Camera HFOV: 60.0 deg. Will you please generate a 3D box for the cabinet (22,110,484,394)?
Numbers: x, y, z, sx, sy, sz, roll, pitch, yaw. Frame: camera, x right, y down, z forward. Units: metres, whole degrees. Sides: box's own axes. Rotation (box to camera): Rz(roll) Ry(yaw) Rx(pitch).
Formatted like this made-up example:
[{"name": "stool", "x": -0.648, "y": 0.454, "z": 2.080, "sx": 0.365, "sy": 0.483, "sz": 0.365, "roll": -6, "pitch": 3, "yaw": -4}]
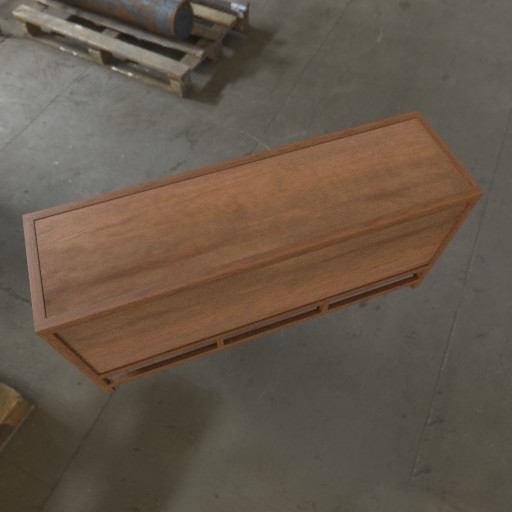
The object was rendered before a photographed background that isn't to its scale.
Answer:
[{"name": "cabinet", "x": 0.000, "y": 0.000, "z": 2.061, "sx": 1.708, "sy": 0.820, "sz": 0.522, "roll": -17, "pitch": 61, "yaw": -10}]
